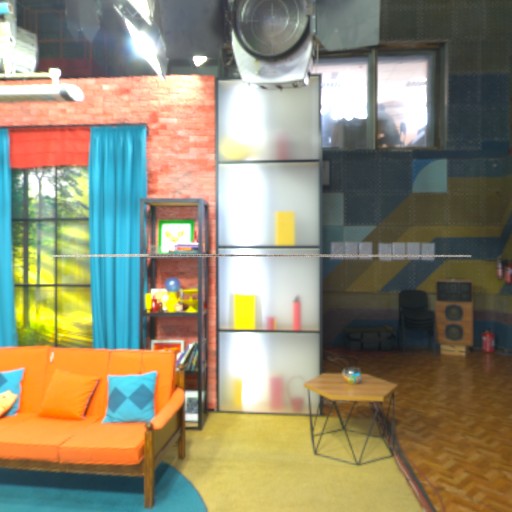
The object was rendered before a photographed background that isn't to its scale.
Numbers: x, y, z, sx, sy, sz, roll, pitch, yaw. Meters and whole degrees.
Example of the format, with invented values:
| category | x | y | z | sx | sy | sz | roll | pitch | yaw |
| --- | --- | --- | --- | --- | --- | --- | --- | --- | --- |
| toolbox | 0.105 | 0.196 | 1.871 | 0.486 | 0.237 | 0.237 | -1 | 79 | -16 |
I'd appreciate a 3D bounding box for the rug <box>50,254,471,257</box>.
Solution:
| category | x | y | z | sx | sy | sz | roll | pitch | yaw |
| --- | --- | --- | --- | --- | --- | --- | --- | --- | --- |
| rug | 0.000 | 0.000 | 3.871 | 2.894 | 0.013 | 2.286 | 0 | 0 | -36 |
